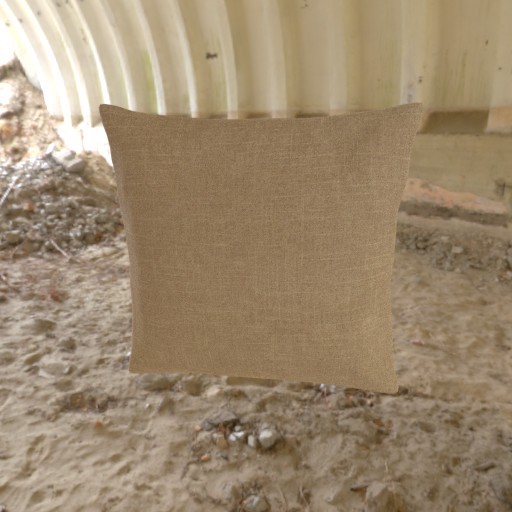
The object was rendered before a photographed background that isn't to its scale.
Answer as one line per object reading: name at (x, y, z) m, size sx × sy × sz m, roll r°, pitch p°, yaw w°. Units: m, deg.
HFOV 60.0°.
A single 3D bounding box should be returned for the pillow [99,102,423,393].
pillow at (0.000, 0.000, 0.773) m, size 0.523 × 0.506 × 0.166 m, roll 2°, pitch 16°, yaw 8°
